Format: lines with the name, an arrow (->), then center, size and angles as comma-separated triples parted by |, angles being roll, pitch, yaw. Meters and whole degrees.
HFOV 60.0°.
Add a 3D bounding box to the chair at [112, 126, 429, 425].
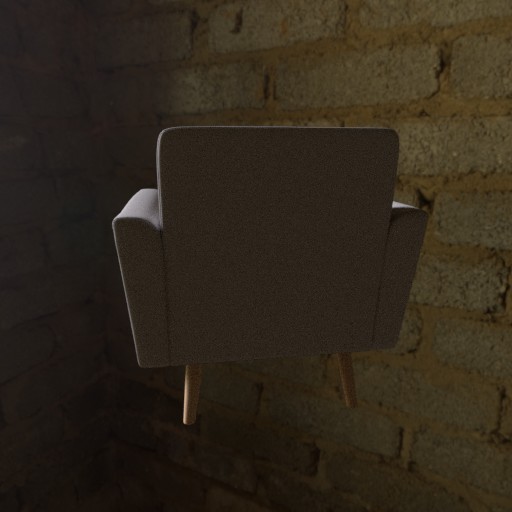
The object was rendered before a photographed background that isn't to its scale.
chair -> 0.000, 0.000, 1.434 | 0.780, 0.780, 0.750 | -2, 14, -9
